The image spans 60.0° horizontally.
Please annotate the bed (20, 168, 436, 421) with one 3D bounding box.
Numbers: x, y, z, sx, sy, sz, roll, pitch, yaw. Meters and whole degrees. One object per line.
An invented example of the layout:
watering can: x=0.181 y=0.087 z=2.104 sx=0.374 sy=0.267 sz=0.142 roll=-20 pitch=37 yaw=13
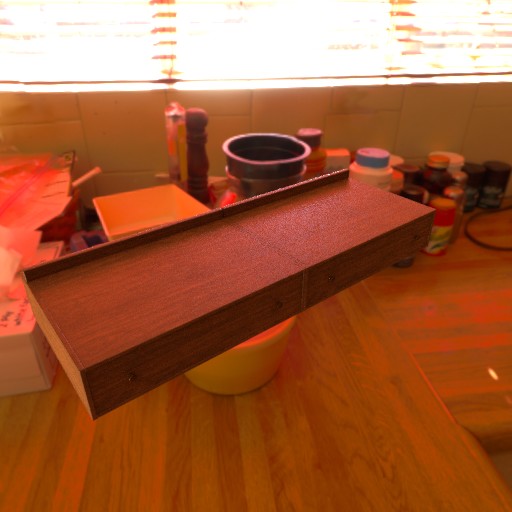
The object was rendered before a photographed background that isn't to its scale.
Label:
bed: x=0.000 y=0.000 z=2.309 sx=2.057 sy=0.326 sz=0.787 roll=-22 pitch=37 yaw=-32
